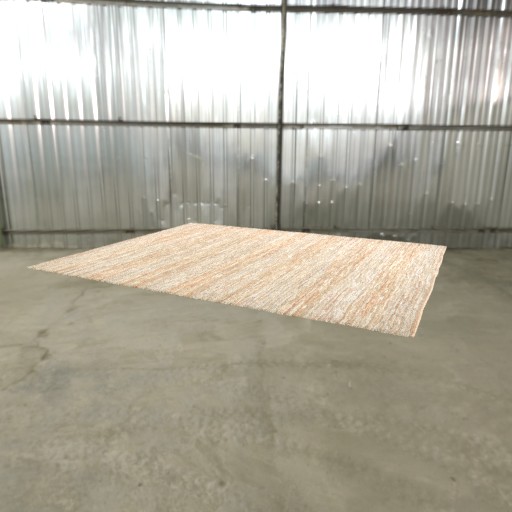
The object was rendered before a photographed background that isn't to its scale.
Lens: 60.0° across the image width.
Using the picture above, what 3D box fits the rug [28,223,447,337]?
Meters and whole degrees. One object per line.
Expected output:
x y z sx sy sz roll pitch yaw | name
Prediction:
0.000 0.000 3.864 2.939 0.009 2.313 7 16 26 | rug
